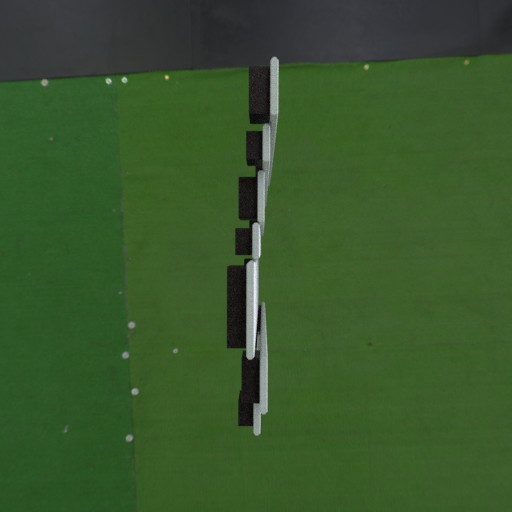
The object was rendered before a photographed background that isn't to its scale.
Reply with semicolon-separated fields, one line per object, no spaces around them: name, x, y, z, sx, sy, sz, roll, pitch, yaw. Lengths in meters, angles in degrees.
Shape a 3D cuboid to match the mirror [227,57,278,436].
mirror;0.000;0.000;0.786;0.058;0.611;0.445;0;91;1
